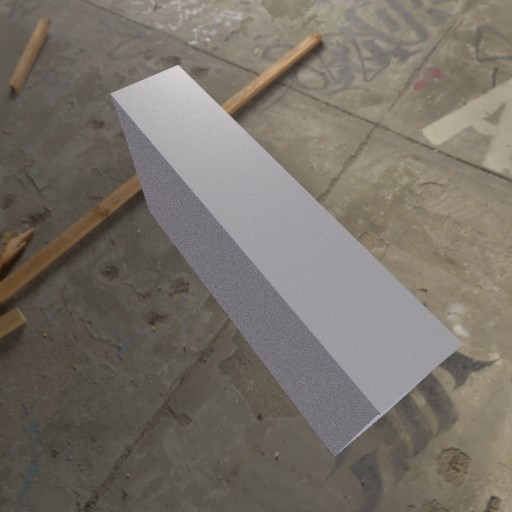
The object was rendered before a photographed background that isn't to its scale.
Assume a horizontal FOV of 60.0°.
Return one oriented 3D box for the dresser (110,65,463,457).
[{"bbox_3d":[0.000,0.000,1.841,0.333,0.790,1.535,-32,63,-18],"label":"dresser"}]
